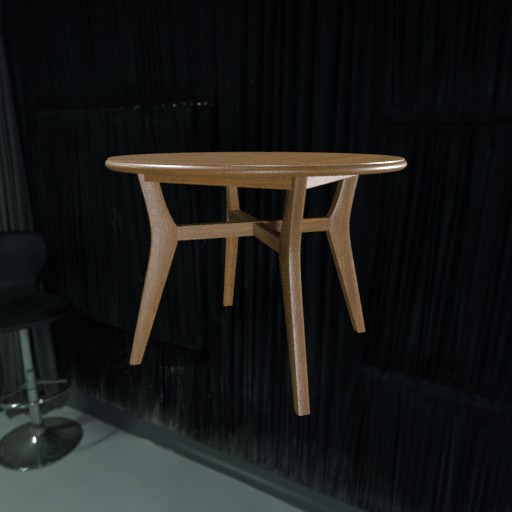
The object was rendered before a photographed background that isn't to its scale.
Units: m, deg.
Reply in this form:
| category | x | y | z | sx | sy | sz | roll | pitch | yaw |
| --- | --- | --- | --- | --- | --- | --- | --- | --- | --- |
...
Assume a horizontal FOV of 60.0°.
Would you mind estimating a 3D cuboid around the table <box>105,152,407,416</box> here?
| category | x | y | z | sx | sy | sz | roll | pitch | yaw |
| --- | --- | --- | --- | --- | --- | --- | --- | --- | --- |
| table | 0.000 | 0.000 | 1.726 | 1.055 | 0.757 | 1.055 | 0 | 15 | 0 |
